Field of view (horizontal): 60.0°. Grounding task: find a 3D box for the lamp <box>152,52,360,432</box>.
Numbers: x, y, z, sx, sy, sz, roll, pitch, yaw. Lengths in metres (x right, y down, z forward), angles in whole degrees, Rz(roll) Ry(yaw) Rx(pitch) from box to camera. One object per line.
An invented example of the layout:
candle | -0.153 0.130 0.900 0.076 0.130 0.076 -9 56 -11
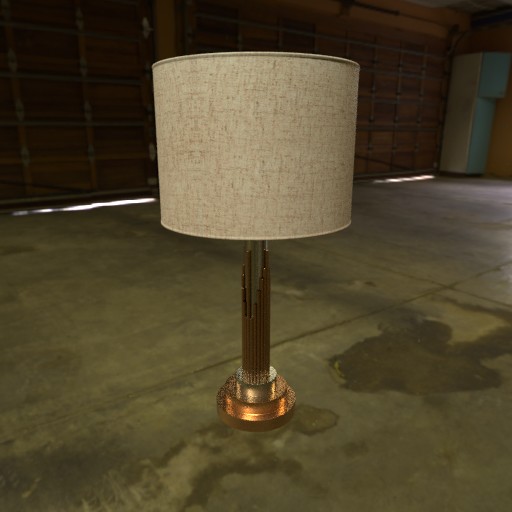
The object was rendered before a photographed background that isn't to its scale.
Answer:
lamp | 0.000 0.000 0.782 0.321 0.610 0.321 3 16 9
